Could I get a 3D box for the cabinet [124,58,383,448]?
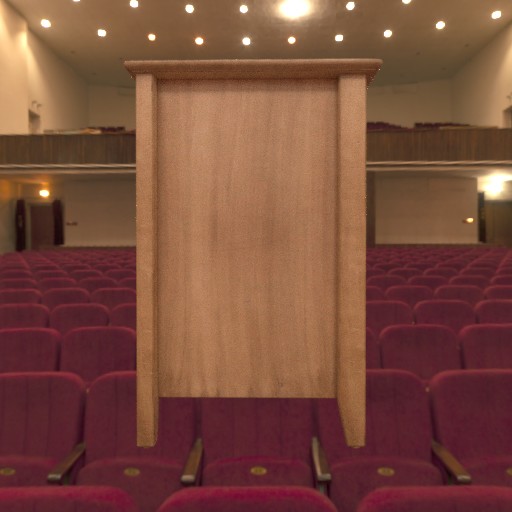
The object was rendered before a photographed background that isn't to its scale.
[{"bbox_3d":[0.000,0.000,1.233,0.503,0.762,0.763,0,1,1],"label":"cabinet"}]
